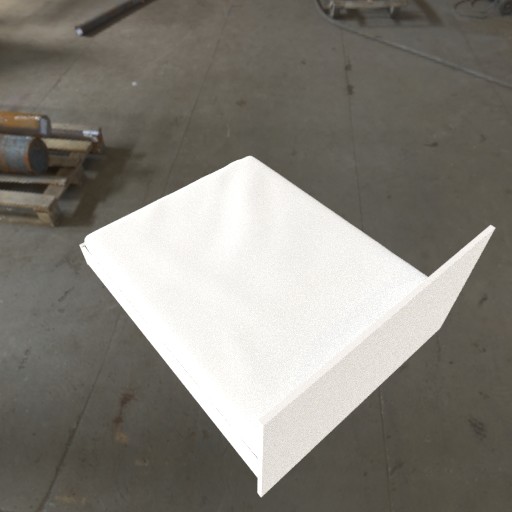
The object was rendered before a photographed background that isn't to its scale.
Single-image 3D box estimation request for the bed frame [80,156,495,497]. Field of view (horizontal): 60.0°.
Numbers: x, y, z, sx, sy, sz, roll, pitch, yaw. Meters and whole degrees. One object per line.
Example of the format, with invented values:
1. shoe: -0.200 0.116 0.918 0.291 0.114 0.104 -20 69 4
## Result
1. bed frame: 0.000 0.000 2.999 1.711 1.001 2.100 -32 55 -26
